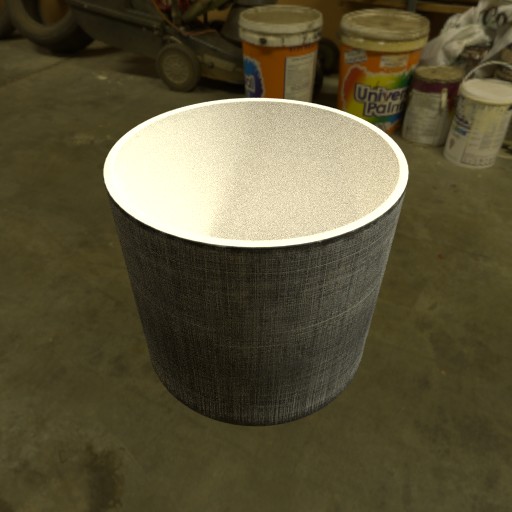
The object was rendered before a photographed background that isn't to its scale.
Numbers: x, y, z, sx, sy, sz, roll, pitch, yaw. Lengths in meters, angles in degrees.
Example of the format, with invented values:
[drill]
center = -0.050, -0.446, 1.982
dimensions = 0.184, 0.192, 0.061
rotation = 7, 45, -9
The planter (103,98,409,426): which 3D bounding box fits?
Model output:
[planter]
center = 0.000, 0.000, 0.396
dimensions = 0.221, 0.201, 0.221
rotation = 0, 40, 0
